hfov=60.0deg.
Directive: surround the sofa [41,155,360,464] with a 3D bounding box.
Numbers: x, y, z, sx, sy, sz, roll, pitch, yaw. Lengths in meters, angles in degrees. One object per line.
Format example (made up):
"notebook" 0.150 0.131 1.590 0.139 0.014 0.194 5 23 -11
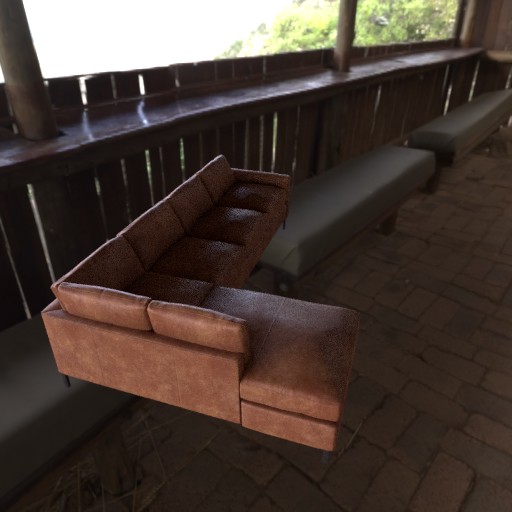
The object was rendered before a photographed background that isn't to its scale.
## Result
"sofa" 0.000 0.000 3.838 1.938 0.877 2.984 10 32 16
